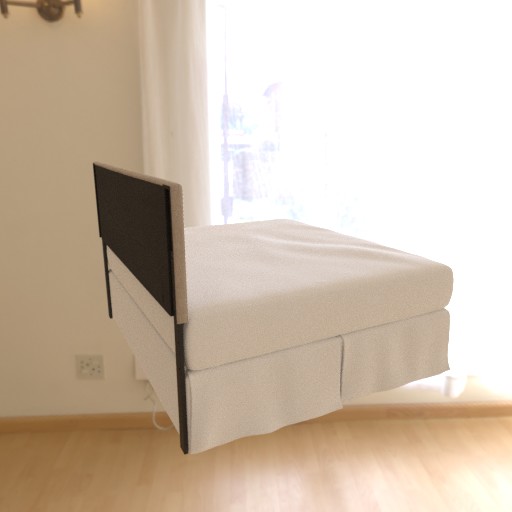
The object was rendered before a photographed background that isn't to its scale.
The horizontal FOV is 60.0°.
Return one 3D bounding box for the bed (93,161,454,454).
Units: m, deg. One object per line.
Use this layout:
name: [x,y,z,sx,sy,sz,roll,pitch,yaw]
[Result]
bed: [0.000,0.000,3.330,1.914,1.346,2.170,-8,17,-27]
